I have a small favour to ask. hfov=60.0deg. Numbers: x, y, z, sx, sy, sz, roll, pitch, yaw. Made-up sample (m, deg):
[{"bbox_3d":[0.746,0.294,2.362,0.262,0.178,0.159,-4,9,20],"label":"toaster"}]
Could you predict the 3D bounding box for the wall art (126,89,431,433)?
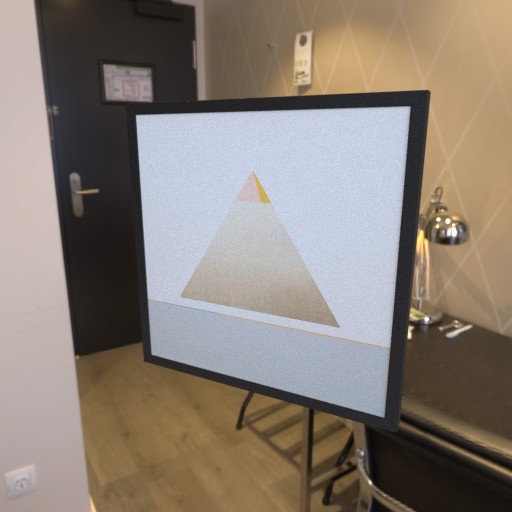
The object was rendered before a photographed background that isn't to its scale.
[{"bbox_3d":[0.000,0.000,1.141,0.769,0.766,0.042,7,16,26],"label":"wall art"}]
